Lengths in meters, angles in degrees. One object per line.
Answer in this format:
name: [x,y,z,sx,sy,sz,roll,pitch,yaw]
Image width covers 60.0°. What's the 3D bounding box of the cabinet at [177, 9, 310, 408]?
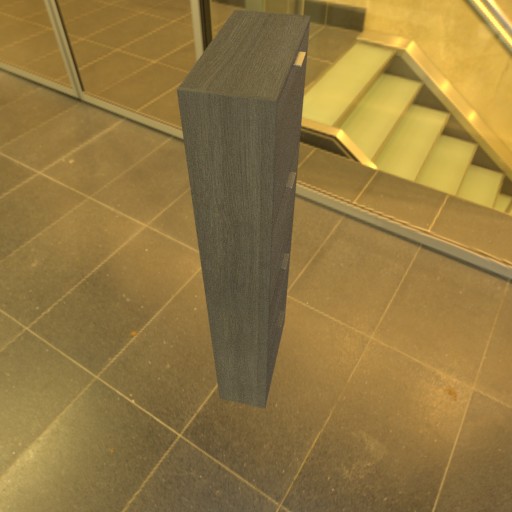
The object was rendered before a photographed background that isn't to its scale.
cabinet: [0.000,0.000,1.774,0.255,1.630,0.520,10,48,9]
